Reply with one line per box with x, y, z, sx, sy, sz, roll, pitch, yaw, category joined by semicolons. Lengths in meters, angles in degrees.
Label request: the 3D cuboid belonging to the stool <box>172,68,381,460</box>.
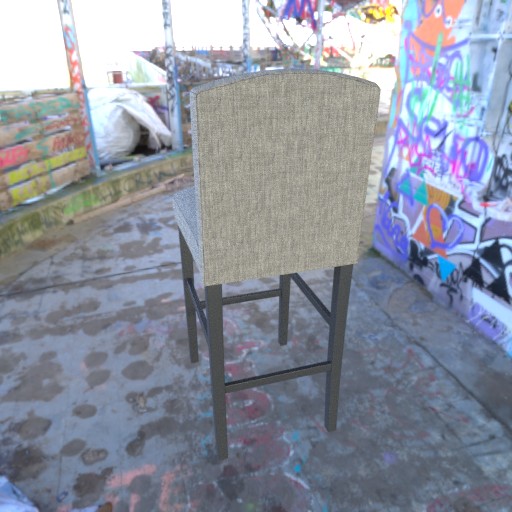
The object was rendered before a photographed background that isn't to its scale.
0.000;0.000;1.426;0.451;1.138;0.552;-8;27;-16;stool
